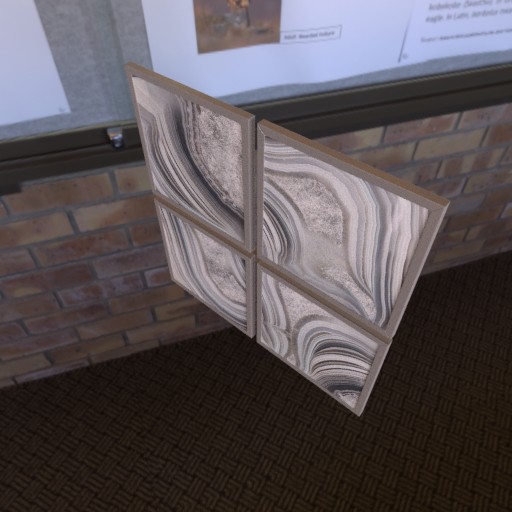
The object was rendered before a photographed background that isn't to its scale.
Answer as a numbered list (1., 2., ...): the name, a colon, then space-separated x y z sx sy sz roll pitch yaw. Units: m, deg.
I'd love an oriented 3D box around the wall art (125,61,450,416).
1. wall art: 0.000 0.000 1.643 1.118 1.118 0.029 32 55 26
